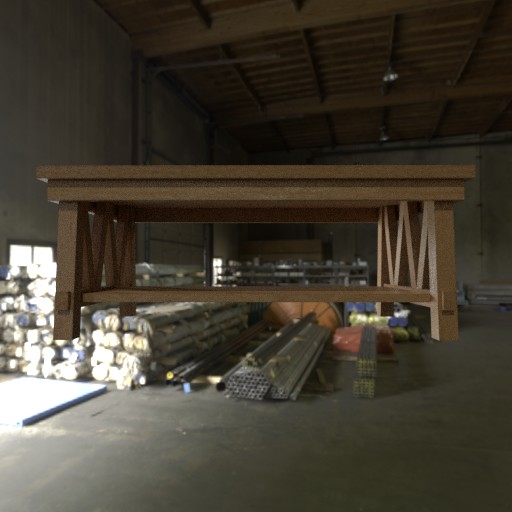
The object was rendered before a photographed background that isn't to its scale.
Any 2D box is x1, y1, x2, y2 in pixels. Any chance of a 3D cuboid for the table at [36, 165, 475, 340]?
[{"bbox_3d":[0.000,0.000,1.631,1.270,0.507,0.711,0,-1,0],"label":"table"}]
